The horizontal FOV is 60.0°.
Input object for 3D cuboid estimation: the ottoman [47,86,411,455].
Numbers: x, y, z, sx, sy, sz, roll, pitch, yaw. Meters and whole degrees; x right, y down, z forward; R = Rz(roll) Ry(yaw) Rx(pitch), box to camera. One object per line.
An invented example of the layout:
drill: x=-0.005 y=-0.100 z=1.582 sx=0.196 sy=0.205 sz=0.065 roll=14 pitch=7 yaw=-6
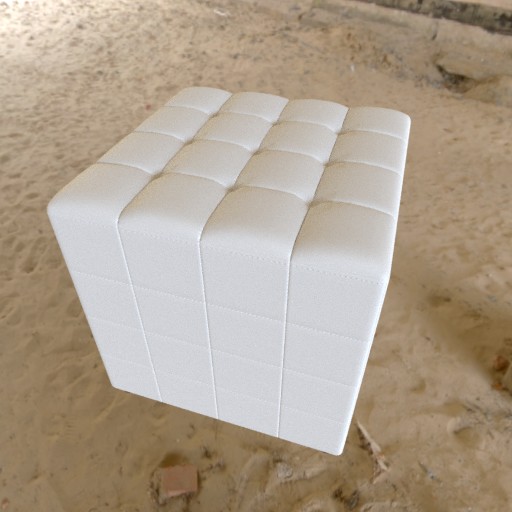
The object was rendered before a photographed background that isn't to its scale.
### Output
ottoman: x=0.000 y=0.000 z=0.786 sx=0.425 sy=0.432 sz=0.425 roll=12 pitch=42 yaw=13
